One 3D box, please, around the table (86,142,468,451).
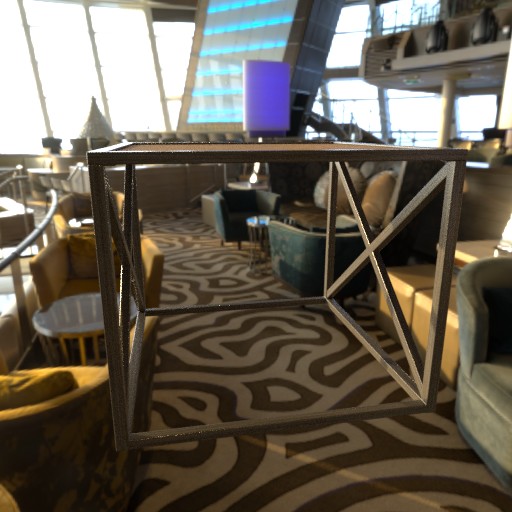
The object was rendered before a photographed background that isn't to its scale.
[{"bbox_3d":[0.000,0.000,1.045,0.609,0.507,0.611,-3,16,-10],"label":"table"}]
